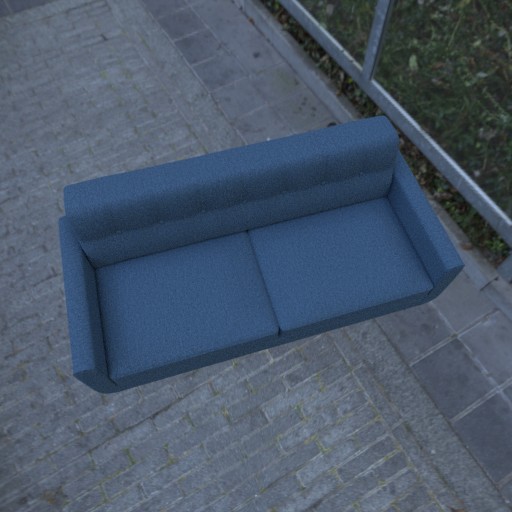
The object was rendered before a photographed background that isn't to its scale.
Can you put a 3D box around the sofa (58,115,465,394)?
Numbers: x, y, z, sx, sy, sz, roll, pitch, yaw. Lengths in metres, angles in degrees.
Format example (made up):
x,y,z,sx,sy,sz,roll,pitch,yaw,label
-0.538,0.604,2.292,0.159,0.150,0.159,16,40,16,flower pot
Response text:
x,y,z,sx,sy,sz,roll,pitch,yaw,label
0.000,0.000,2.546,2.055,0.884,0.942,-14,63,-8,sofa
